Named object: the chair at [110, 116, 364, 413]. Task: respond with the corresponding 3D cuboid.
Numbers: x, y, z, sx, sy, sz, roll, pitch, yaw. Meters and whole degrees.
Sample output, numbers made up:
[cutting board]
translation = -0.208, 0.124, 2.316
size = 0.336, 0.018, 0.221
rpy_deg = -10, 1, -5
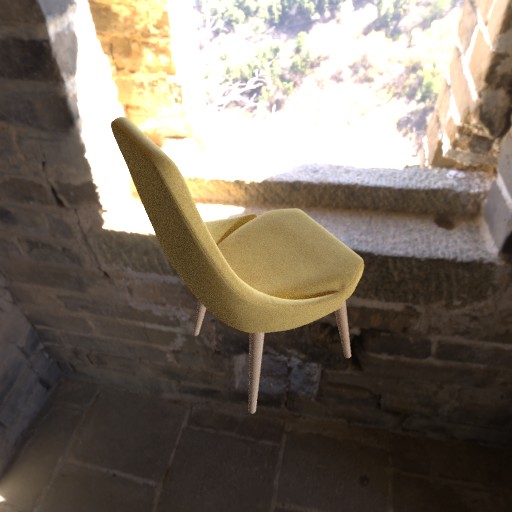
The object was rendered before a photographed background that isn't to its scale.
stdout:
[chair]
translation = 0.000, 0.000, 1.431
size = 0.660, 1.040, 0.510
rpy_deg = -25, 49, -25
